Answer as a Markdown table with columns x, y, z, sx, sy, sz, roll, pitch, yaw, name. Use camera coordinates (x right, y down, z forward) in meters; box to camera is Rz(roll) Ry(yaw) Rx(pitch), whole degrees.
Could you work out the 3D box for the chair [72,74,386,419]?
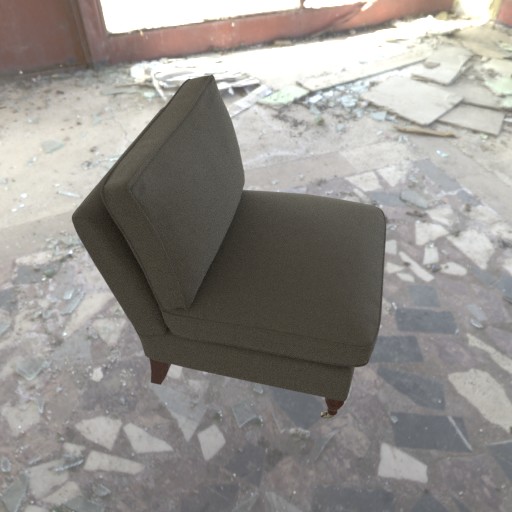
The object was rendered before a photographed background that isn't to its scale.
| x | y | z | sx | sy | sz | roll | pitch | yaw | name |
| --- | --- | --- | --- | --- | --- | --- | --- | --- | --- |
| 0.000 | 0.000 | 1.662 | 0.924 | 1.045 | 0.724 | 10 | 46 | 10 | chair |
